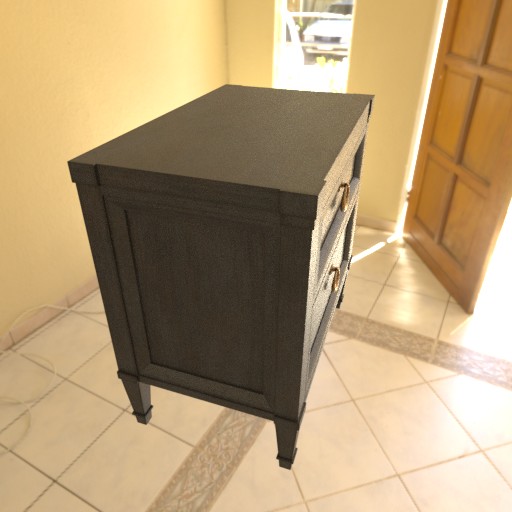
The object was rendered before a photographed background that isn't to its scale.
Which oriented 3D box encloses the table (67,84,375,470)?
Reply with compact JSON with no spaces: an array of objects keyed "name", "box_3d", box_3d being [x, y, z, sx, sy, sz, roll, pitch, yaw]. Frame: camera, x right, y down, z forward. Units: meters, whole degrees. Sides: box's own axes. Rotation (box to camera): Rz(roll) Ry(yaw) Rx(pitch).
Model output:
[{"name":"table","box_3d":[0.000,0.000,1.092,0.413,0.660,0.660,11,33,16]}]
